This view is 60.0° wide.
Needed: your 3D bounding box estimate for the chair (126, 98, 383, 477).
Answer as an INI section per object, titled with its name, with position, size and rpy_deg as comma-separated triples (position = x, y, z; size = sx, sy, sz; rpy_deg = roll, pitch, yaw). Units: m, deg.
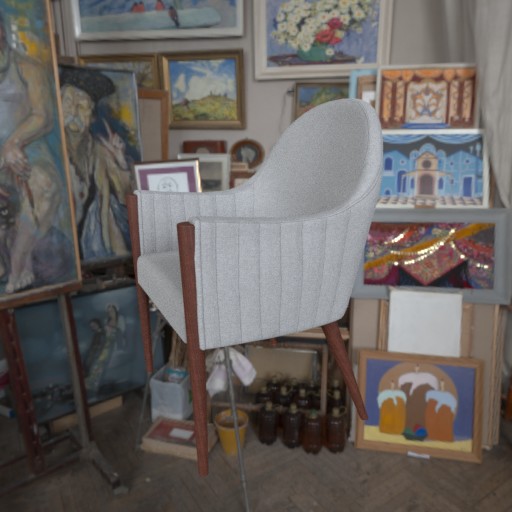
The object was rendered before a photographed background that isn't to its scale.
[chair]
position = 0.000, 0.000, 1.293
size = 0.620, 0.889, 0.610
rpy_deg = -7, 16, -26
